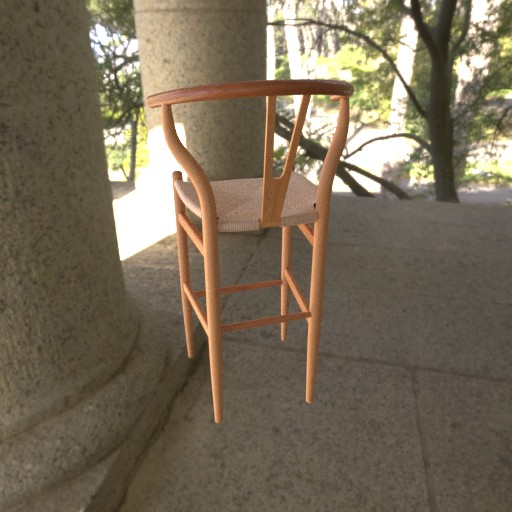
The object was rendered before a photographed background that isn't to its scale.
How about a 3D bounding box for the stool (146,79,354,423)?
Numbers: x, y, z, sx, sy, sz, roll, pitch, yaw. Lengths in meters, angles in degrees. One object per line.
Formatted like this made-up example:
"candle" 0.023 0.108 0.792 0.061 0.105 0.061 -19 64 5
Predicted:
"stool" 0.000 0.000 1.397 0.574 1.068 0.561 -7 26 -15
